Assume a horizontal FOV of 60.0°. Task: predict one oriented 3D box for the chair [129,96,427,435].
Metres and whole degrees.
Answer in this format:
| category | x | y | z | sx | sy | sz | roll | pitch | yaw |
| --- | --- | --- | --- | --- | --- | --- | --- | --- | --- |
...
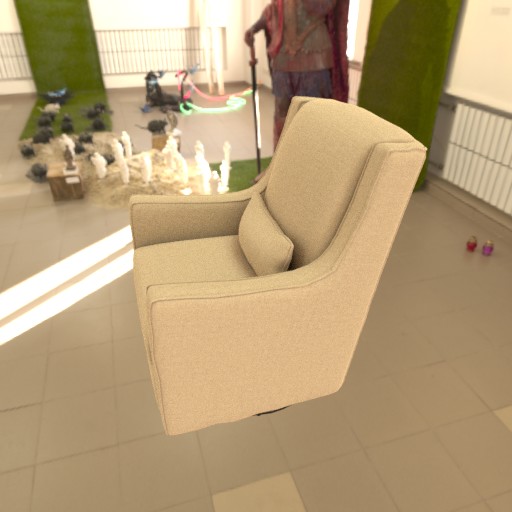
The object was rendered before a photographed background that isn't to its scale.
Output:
| category | x | y | z | sx | sy | sz | roll | pitch | yaw |
| --- | --- | --- | --- | --- | --- | --- | --- | --- | --- |
| chair | 0.000 | 0.000 | 1.622 | 0.879 | 0.993 | 0.732 | -10 | 33 | -15 |
